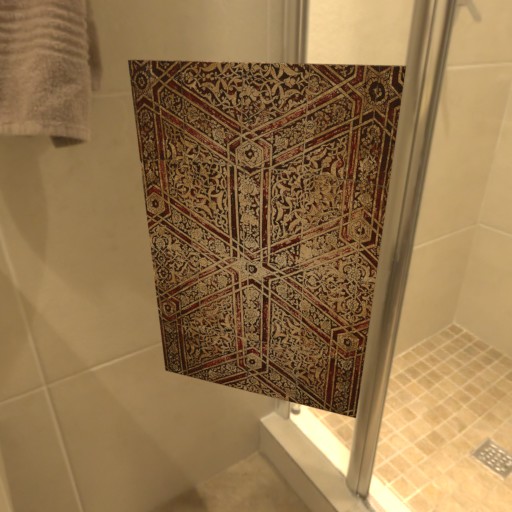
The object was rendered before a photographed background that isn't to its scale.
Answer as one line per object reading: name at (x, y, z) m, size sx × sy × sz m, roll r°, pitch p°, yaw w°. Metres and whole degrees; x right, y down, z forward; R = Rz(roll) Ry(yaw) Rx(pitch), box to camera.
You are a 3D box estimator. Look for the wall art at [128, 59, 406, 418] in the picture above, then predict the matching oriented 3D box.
wall art at (0.000, 0.000, 0.748) m, size 0.397 × 0.599 × 0.020 m, roll 9°, pitch 28°, yaw 17°
